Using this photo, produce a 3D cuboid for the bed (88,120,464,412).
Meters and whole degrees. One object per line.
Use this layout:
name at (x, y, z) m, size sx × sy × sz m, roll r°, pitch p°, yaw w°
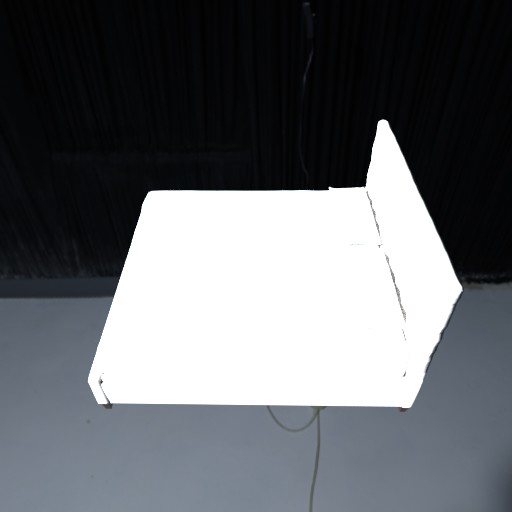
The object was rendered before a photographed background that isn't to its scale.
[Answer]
bed at (0.000, 0.000, 3.687) m, size 2.387 × 1.427 × 2.078 m, roll 0°, pitch 43°, yaw 0°
